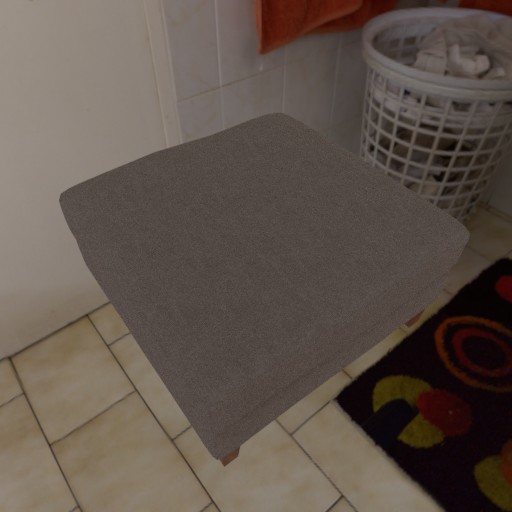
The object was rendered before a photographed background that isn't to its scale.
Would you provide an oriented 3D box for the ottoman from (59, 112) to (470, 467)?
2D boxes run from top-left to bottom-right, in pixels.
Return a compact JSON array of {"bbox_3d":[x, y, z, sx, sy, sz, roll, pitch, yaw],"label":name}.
[{"bbox_3d":[0.000,0.000,1.396,0.881,0.482,0.861,-28,52,-25],"label":"ottoman"}]
